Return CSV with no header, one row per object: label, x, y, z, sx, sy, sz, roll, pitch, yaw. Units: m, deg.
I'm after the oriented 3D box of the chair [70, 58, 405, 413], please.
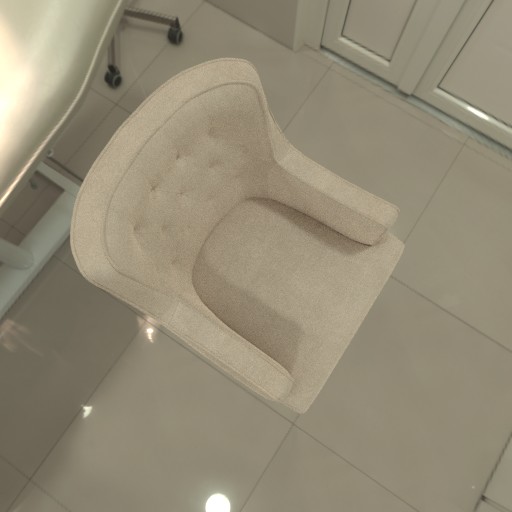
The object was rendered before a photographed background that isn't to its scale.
chair,0.000,0.000,1.594,0.910,0.920,0.781,33,78,8
